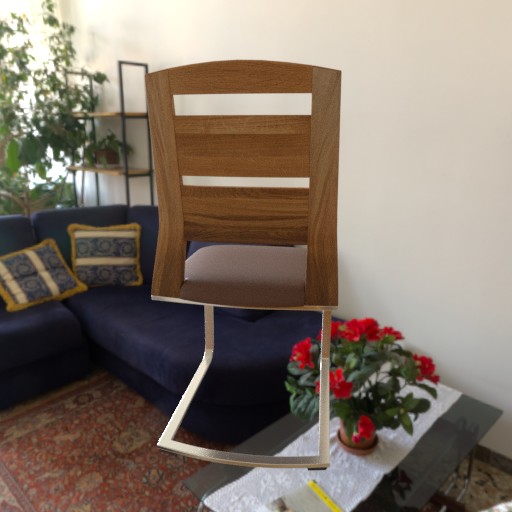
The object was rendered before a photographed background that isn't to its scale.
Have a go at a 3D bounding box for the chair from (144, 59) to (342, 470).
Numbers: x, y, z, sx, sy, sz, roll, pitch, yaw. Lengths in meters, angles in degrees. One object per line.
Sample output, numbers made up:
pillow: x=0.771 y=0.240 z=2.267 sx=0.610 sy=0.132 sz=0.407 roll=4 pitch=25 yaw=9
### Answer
chair: x=0.000 y=0.000 z=1.266 sx=0.460 sy=0.970 sz=0.570 roll=2 pitch=16 yaw=8
